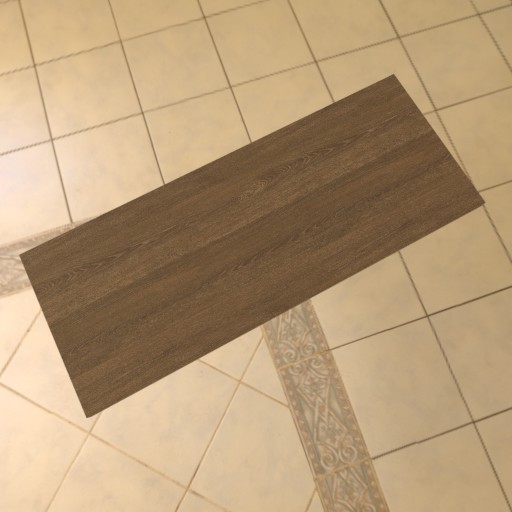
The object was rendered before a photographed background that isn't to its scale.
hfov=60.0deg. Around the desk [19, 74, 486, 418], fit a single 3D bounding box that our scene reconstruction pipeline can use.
[{"bbox_3d":[0.000,0.000,1.912,1.524,0.760,0.600,-27,77,-7],"label":"desk"}]
